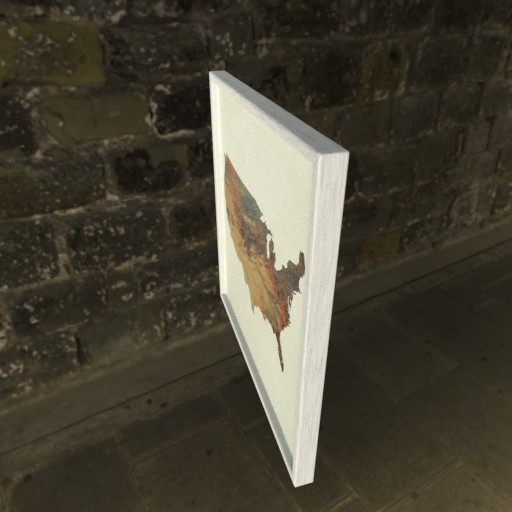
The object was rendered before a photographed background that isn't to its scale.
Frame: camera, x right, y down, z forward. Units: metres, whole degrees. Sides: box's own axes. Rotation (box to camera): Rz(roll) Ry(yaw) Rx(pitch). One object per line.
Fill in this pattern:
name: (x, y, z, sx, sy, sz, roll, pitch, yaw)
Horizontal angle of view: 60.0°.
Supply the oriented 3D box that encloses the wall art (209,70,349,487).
wall art: (0.000, 0.000, 1.880, 0.078, 1.288, 1.287, -9, 32, -14)
